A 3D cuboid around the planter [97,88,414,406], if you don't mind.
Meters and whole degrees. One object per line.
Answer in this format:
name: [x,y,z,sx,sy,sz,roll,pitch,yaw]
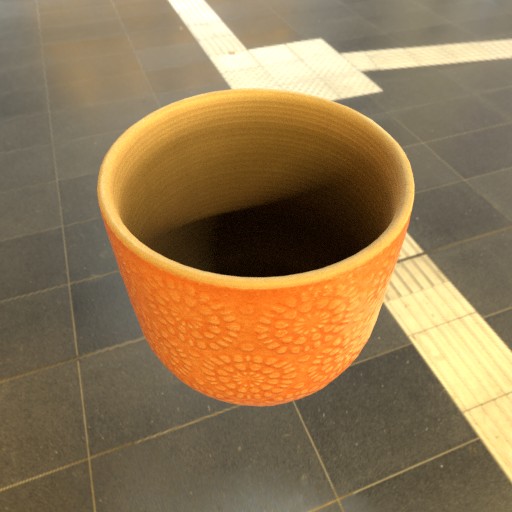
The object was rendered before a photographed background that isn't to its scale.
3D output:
planter: [0.000,0.000,0.284,0.170,0.152,0.170,0,47,0]
